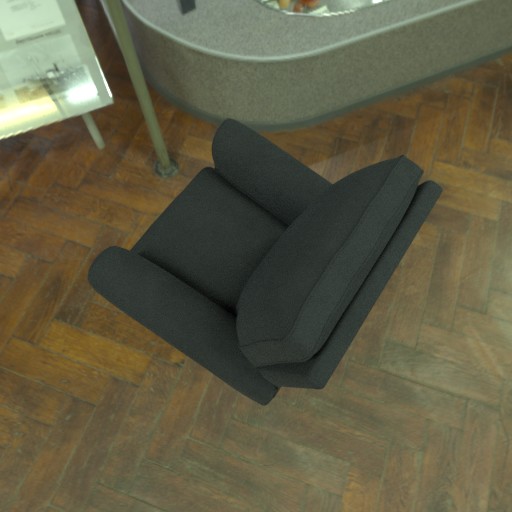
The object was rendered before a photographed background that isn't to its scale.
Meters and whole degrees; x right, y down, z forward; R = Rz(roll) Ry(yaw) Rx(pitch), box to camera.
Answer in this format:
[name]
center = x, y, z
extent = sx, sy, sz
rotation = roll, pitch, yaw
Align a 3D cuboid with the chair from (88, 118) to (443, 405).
[chair]
center = 0.000, 0.000, 1.647
extent = 0.878, 0.961, 0.890
rotation = 32, 69, 14
